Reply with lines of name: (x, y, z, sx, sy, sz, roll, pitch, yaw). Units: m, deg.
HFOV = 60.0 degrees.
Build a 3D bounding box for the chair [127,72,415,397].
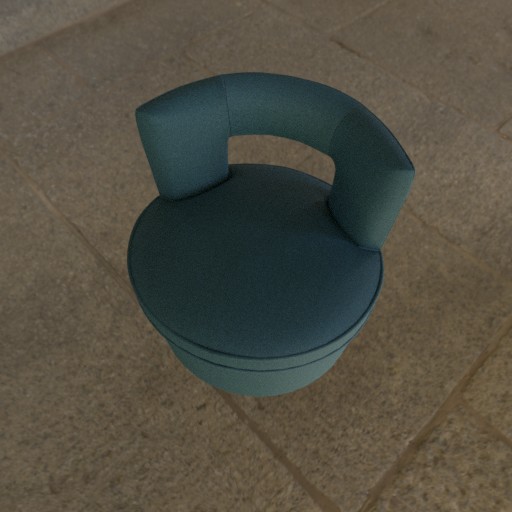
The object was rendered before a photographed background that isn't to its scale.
chair: (0.000, 0.000, 1.223, 0.684, 0.711, 0.660, 15, 59, 9)
